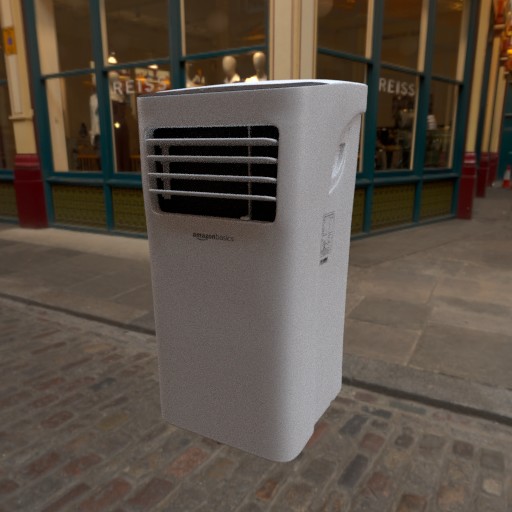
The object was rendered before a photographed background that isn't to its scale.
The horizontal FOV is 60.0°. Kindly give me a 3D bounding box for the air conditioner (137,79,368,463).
[{"bbox_3d":[0.000,0.000,0.935,0.352,0.716,0.369,8,16,28],"label":"air conditioner"}]
